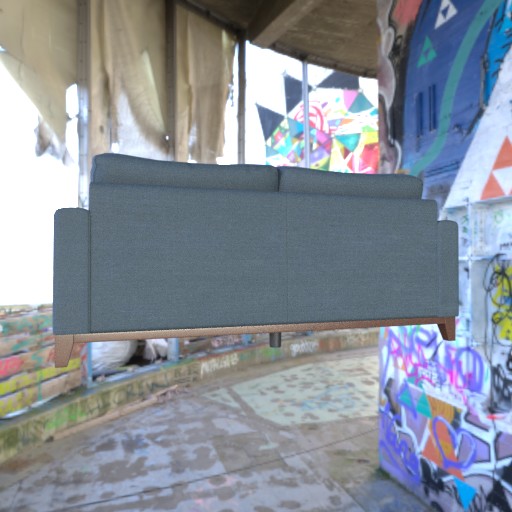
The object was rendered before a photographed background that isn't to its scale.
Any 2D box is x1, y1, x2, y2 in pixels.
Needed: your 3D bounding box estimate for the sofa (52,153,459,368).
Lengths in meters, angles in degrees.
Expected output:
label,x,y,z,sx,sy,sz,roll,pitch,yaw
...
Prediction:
label,x,y,z,sx,sy,sz,roll,pitch,yaw
sofa,0.000,0.000,2.381,1.900,0.865,0.877,0,-1,-18
